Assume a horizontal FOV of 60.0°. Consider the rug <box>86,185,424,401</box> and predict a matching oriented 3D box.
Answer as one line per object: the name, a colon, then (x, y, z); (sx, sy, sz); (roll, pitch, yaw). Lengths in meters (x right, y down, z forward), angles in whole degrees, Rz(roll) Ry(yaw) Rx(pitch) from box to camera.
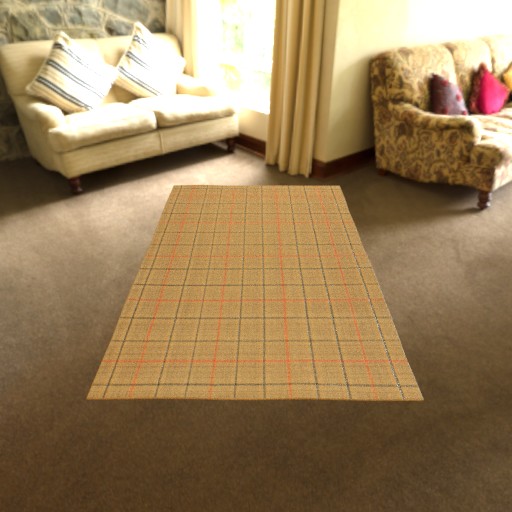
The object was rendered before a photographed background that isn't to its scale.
rug: (0.000, 0.000, 3.033); (1.524, 0.015, 2.439); (0, 32, 0)
